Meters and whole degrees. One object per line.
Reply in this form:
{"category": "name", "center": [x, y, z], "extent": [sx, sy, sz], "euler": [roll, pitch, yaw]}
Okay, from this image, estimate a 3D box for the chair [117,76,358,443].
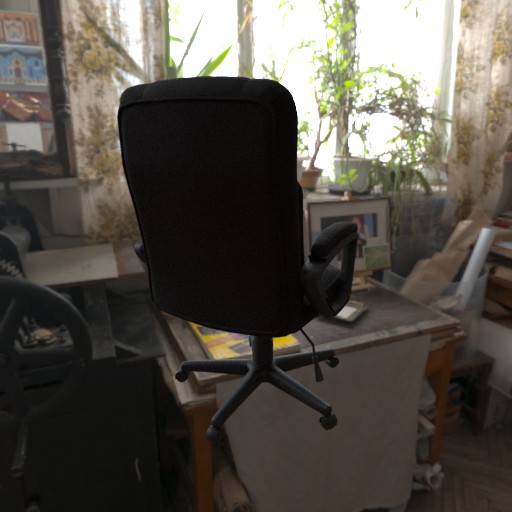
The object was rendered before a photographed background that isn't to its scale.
{"category": "chair", "center": [0.000, 0.000, 1.527], "extent": [0.667, 1.105, 0.724], "euler": [9, 19, 26]}
